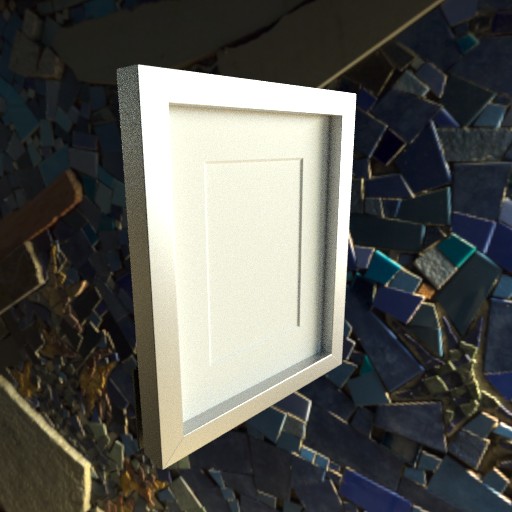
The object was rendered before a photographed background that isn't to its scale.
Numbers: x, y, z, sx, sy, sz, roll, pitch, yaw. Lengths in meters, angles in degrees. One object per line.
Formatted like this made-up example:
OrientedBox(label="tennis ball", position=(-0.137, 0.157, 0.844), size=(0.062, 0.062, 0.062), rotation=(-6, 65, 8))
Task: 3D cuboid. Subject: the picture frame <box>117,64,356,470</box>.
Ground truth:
OrientedBox(label="picture frame", position=(0.000, 0.000, 0.388), size=(0.233, 0.282, 0.036), rotation=(-14, 20, -43))
